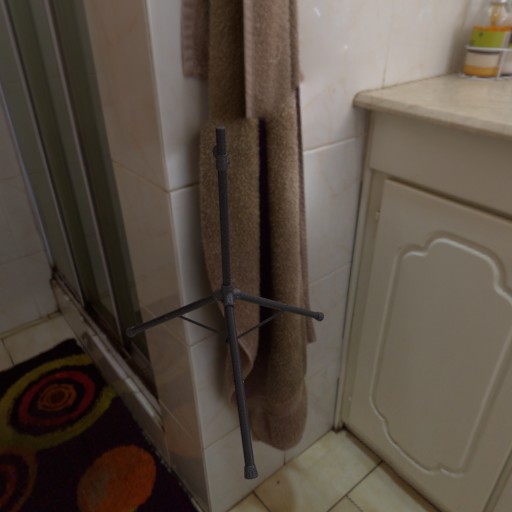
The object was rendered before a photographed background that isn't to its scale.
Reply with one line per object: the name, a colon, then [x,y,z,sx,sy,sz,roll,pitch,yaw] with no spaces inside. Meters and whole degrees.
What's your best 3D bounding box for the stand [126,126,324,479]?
stand: [0.000,0.000,1.878,0.907,1.136,1.045,-21,37,-31]
